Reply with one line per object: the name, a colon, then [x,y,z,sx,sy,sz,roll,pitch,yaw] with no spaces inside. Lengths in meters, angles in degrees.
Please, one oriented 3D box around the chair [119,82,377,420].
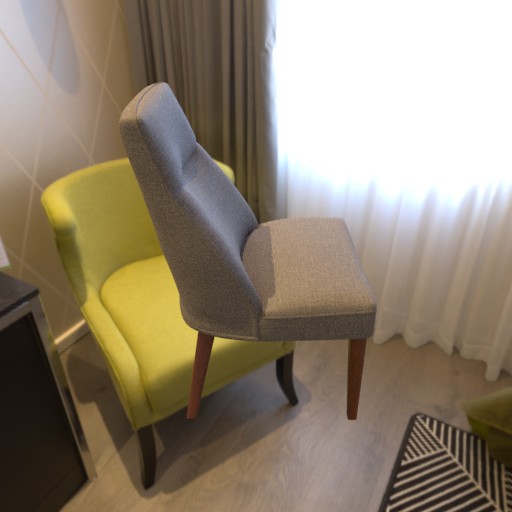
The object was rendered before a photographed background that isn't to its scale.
chair: [0.000,0.000,1.316,0.620,0.930,0.500,0,32,-1]
